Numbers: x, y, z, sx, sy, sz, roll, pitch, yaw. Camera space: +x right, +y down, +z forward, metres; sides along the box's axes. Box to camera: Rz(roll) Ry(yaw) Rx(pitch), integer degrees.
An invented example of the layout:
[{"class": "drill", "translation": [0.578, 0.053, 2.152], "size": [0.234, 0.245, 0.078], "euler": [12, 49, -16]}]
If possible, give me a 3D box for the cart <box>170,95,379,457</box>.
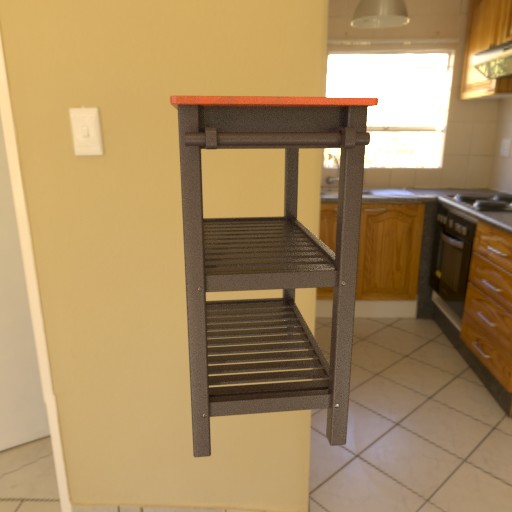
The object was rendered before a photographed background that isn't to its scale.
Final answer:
[{"class": "cart", "translation": [0.000, 0.000, 1.445], "size": [0.457, 0.927, 0.899], "euler": [-2, 16, -7]}]
